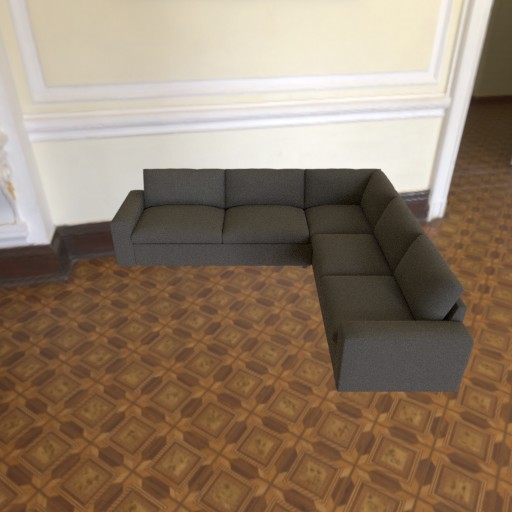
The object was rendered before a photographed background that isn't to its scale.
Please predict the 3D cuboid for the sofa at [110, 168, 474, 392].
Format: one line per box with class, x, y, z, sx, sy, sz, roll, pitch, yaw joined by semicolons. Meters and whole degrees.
sofa;0.000;0.000;4.609;3.277;0.965;2.895;0;31;0
